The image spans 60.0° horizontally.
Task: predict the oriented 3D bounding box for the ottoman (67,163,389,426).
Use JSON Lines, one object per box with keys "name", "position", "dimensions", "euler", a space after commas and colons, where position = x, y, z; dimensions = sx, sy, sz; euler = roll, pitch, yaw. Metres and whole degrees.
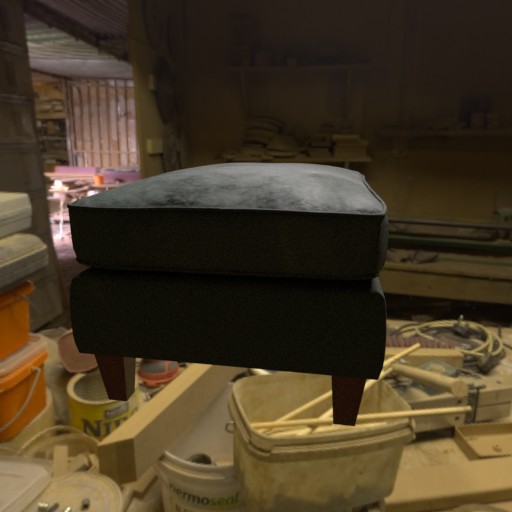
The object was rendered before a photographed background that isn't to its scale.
{"name": "ottoman", "position": [0.000, 0.000, 1.241], "dimensions": [0.632, 0.495, 0.864], "euler": [3, 15, 10]}
